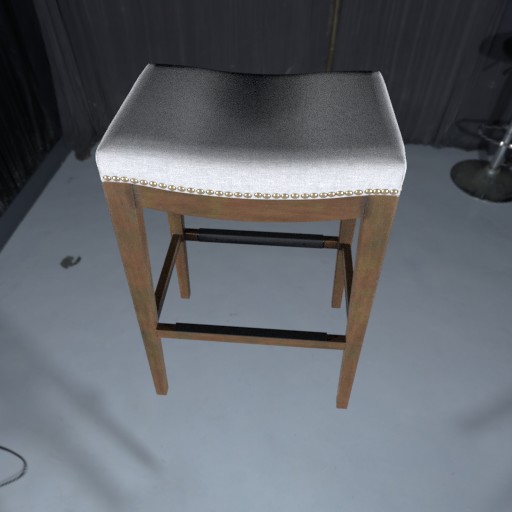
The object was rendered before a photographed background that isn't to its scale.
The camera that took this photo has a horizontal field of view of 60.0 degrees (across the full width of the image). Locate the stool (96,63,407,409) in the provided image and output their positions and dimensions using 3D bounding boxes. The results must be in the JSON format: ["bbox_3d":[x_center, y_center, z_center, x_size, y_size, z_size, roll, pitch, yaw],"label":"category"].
[{"bbox_3d":[0.000,0.000,1.032,0.508,0.762,0.356,3,46,3],"label":"stool"}]
